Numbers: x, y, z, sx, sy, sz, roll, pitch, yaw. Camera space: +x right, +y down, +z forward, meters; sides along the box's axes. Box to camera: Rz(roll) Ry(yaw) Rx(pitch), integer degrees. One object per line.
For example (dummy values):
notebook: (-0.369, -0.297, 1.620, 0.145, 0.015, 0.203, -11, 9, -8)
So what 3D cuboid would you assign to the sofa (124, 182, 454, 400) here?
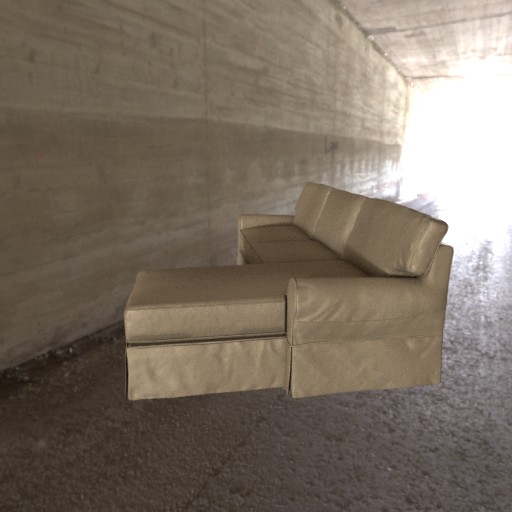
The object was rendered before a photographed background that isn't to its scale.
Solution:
sofa: (0.000, 0.000, 3.381, 1.733, 0.978, 2.475, -2, 14, -9)
